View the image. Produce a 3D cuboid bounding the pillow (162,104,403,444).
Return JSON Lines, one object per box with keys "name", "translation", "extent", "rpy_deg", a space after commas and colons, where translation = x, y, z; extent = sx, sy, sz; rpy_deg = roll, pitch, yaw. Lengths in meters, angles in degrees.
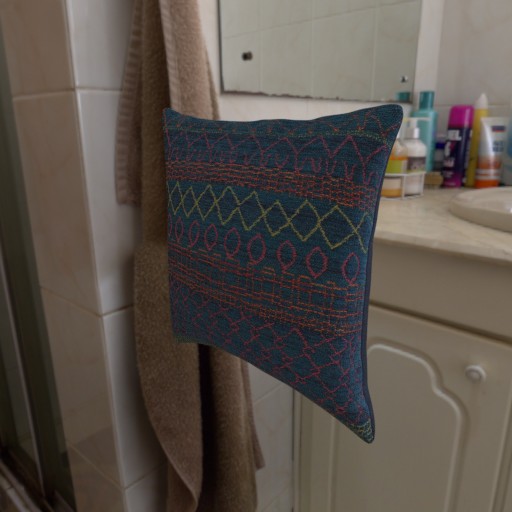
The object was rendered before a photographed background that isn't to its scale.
{"name": "pillow", "translation": [0.000, 0.000, 0.664], "extent": [0.431, 0.431, 0.141], "rpy_deg": [15, 22, 42]}
